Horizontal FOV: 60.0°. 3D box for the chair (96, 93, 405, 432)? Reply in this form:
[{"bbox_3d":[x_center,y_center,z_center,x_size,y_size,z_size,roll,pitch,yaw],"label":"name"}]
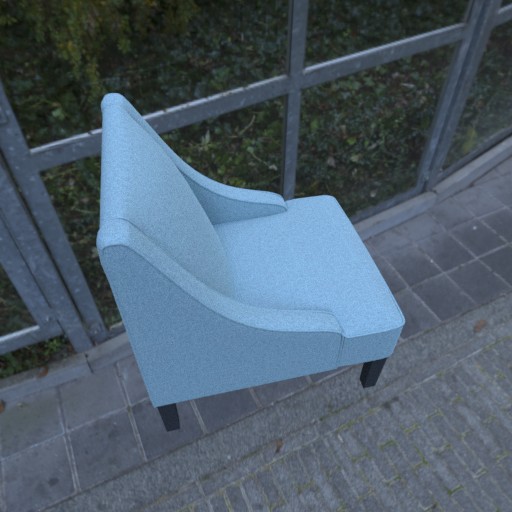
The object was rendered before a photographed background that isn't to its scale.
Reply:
[{"bbox_3d":[0.000,0.000,1.858,1.025,1.133,0.857,-9,46,-9],"label":"chair"}]
